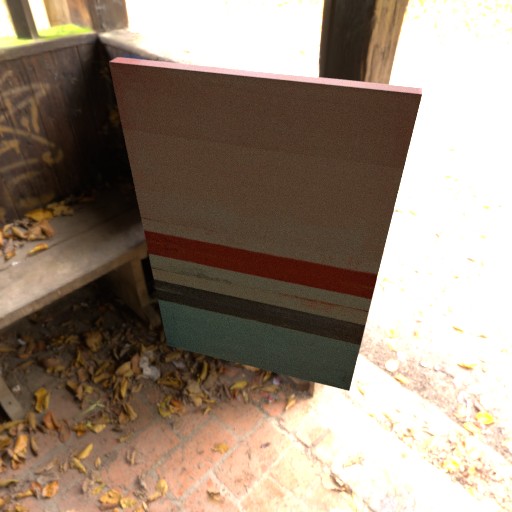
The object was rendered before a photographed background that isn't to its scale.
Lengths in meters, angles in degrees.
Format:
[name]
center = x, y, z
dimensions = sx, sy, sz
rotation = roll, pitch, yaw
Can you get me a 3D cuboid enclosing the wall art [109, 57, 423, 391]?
[wall art]
center = 0.000, 0.000, 1.141
dimensions = 0.610, 0.914, 0.038
rotation = 11, 42, 13
